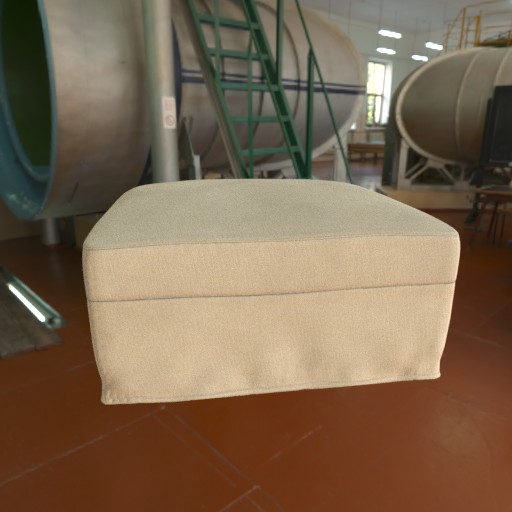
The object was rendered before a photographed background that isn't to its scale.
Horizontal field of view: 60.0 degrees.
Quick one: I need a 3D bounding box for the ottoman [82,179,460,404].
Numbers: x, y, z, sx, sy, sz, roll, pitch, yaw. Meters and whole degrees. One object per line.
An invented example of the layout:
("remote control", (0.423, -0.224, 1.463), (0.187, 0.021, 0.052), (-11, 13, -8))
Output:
("ottoman", (0.000, 0.000, 1.359), (0.842, 0.441, 0.843), (-2, 17, -8))
